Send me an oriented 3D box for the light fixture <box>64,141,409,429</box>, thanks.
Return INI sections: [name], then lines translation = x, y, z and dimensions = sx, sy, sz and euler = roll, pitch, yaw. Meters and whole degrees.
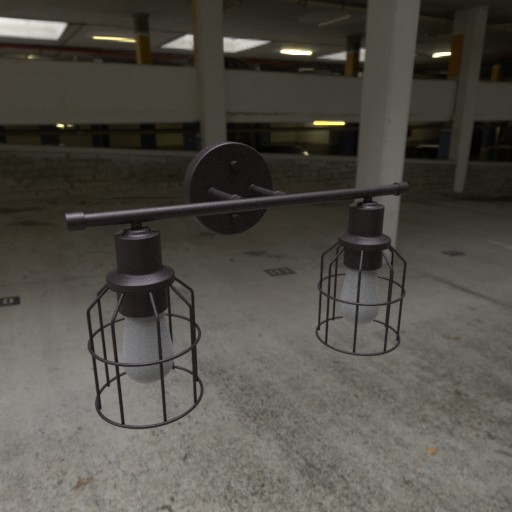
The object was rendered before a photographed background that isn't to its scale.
[light fixture]
translation = 0.000, 0.000, 0.523
dimensions = 0.406, 0.254, 0.165
euler = -9, 20, -27
